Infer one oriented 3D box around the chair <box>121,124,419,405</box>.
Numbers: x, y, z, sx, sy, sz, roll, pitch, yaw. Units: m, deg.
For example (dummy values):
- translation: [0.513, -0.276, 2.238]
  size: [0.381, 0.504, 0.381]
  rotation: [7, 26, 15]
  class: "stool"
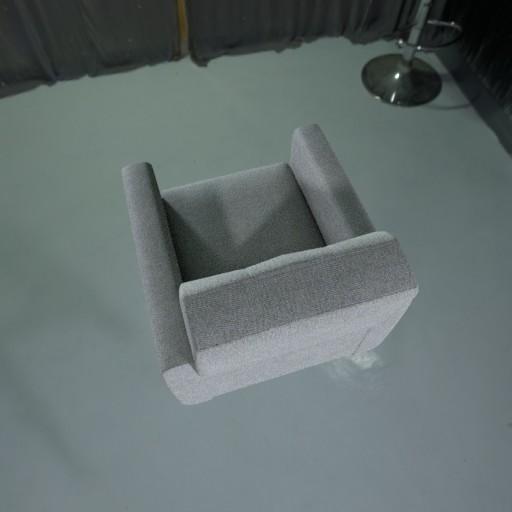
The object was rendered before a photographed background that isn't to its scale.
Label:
- translation: [0.000, 0.000, 1.688]
  size: [0.845, 0.968, 0.942]
  rotation: [-15, 61, -8]
  class: "chair"
